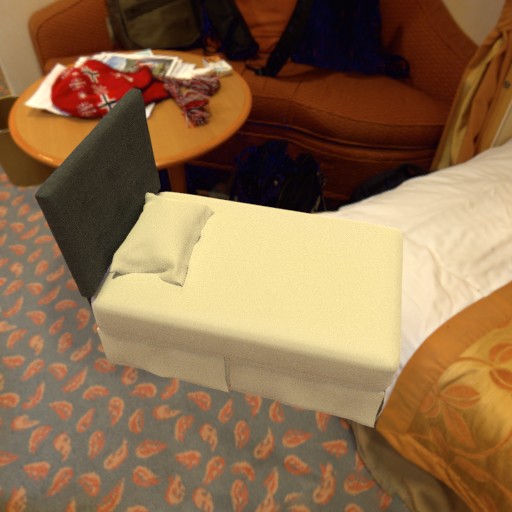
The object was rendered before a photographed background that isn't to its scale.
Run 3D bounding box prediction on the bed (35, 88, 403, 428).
[{"bbox_3d":[0.000,0.000,2.943,1.997,1.571,1.261,10,48,9],"label":"bed"}]
